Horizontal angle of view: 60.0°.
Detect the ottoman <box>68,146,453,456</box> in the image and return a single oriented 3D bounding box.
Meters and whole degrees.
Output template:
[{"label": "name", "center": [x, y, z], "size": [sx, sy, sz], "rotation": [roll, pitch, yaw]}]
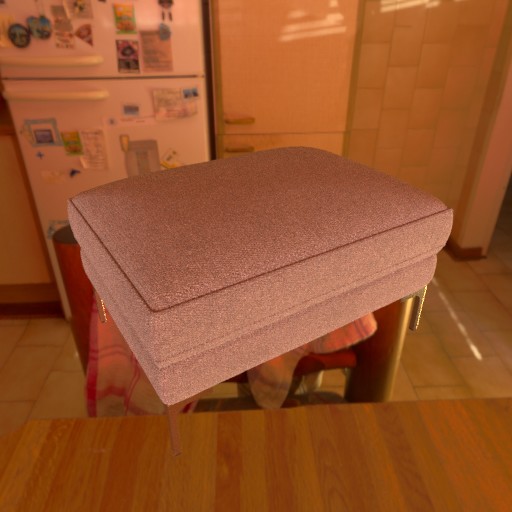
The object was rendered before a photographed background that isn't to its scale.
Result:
[{"label": "ottoman", "center": [0.000, 0.000, 1.172], "size": [0.785, 0.464, 0.583], "rotation": [-18, 35, -28]}]
